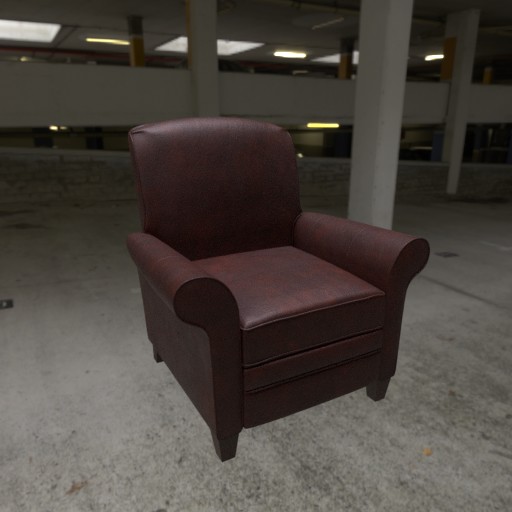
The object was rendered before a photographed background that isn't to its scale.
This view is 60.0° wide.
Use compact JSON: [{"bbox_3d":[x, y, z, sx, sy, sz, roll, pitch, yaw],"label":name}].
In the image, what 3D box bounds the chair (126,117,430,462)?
[{"bbox_3d":[0.000,0.000,1.772,0.978,1.061,0.902,-9,20,-28],"label":"chair"}]
